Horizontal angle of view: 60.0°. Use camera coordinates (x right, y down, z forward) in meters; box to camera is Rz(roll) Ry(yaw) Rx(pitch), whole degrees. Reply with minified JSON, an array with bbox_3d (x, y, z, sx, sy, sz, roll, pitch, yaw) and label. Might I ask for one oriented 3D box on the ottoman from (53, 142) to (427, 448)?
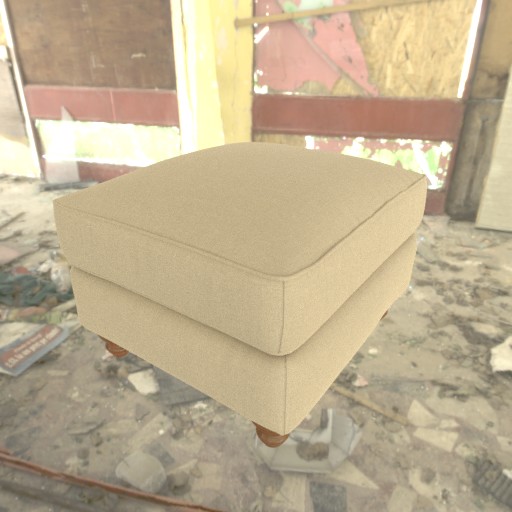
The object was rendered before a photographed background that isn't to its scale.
[{"bbox_3d":[0.000,0.000,1.143,0.662,0.505,0.716,18,32,31],"label":"ottoman"}]
